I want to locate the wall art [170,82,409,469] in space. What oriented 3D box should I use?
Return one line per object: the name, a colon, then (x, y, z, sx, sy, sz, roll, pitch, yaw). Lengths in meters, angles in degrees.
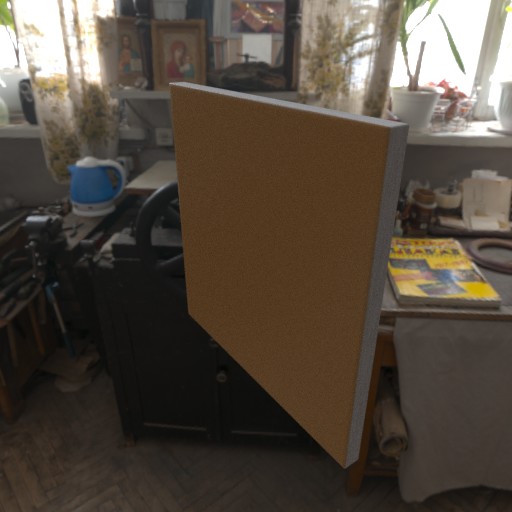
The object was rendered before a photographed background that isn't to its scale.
wall art: (0.000, 0.000, 1.900, 0.078, 1.288, 1.287, -18, 32, -31)
